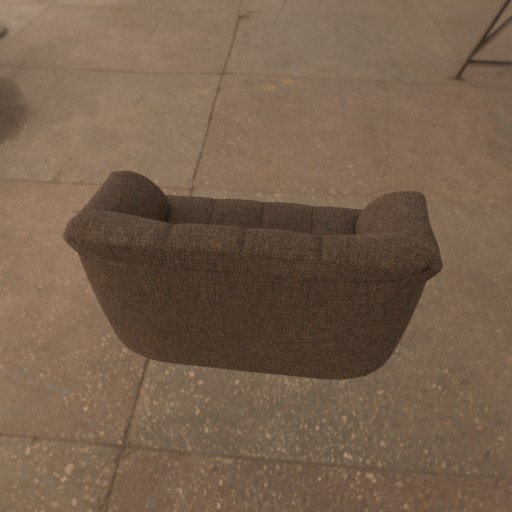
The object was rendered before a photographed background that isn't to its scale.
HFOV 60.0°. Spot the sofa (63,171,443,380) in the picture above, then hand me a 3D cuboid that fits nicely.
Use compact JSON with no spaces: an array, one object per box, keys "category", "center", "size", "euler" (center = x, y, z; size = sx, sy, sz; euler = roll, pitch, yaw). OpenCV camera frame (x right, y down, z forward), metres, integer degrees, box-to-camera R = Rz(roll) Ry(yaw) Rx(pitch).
[{"category":"sofa","center":[0.000,0.000,1.941],"size":[1.404,0.895,0.799],"euler":[5,47,5]}]
